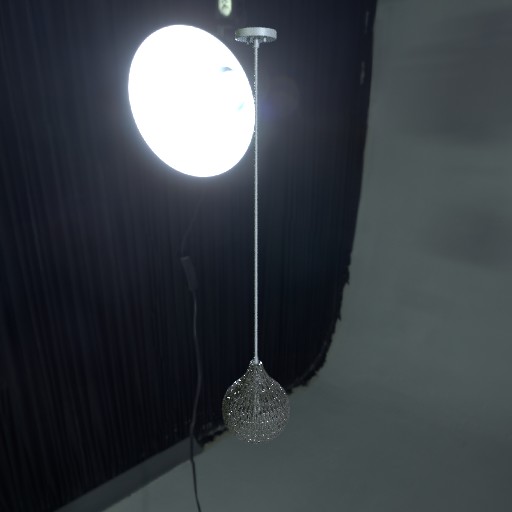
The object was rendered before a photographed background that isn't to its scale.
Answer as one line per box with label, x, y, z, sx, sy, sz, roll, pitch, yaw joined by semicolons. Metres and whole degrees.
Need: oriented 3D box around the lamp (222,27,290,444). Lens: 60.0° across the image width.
lamp;0.000;0.000;2.091;0.355;1.919;0.355;15;22;41
